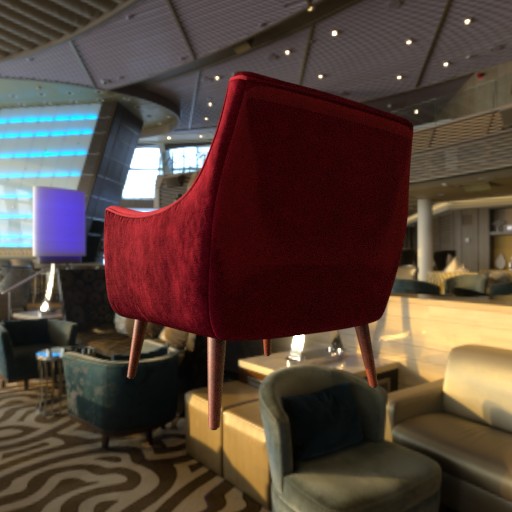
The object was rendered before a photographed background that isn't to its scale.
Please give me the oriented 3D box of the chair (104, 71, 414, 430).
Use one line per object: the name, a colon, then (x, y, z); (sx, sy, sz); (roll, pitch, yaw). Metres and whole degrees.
chair: (0.000, 0.000, 1.431); (0.762, 0.838, 0.787); (0, 0, -36)
